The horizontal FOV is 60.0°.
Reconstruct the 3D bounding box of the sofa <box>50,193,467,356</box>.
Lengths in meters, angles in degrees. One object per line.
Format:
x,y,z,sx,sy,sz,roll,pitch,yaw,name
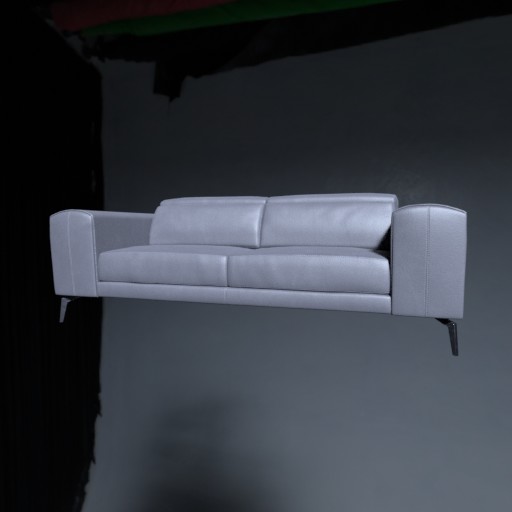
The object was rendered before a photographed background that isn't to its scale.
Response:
0.000,0.000,2.801,2.330,0.814,1.048,1,4,19,sofa
